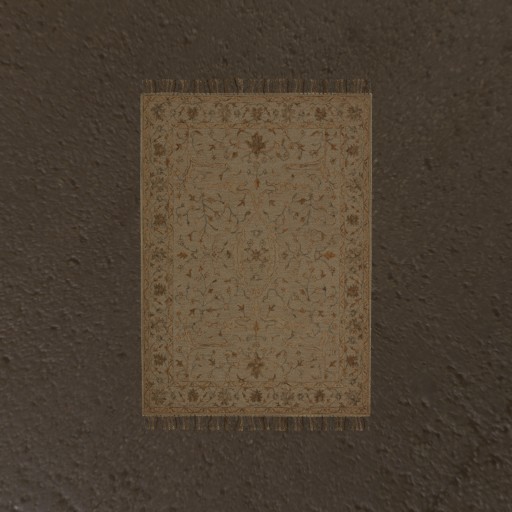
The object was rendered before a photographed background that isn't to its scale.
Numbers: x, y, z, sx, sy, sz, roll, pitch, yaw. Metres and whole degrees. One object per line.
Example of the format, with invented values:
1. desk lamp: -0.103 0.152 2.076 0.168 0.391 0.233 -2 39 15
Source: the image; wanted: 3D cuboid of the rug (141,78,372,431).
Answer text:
1. rug: 0.000 0.000 2.342 1.218 0.017 1.861 0 91 0
